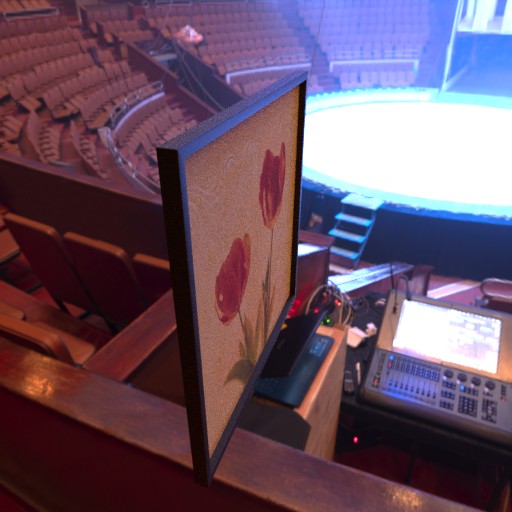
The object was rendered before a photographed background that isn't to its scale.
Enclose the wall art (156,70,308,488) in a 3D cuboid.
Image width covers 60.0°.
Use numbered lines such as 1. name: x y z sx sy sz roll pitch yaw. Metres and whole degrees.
1. wall art: 0.000 0.000 1.167 0.043 0.807 0.805 10 32 16
